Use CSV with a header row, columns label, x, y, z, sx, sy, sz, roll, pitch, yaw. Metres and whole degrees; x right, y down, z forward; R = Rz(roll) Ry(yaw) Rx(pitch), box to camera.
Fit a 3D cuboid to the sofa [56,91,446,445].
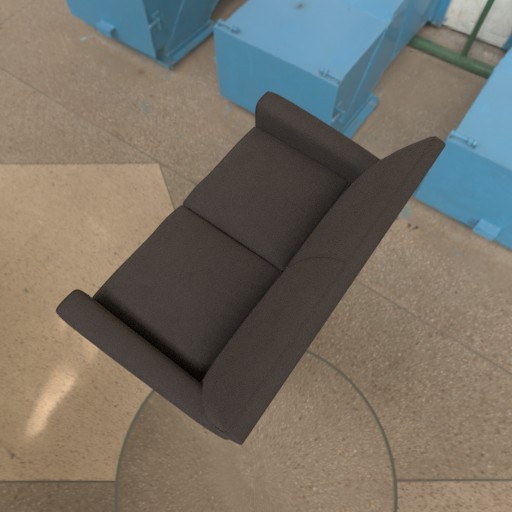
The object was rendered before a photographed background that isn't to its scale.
label,x,y,z,sx,sy,sz,roll,pitch,yaw
sofa,0.000,0.000,1.969,0.871,0.846,1.420,33,68,15
